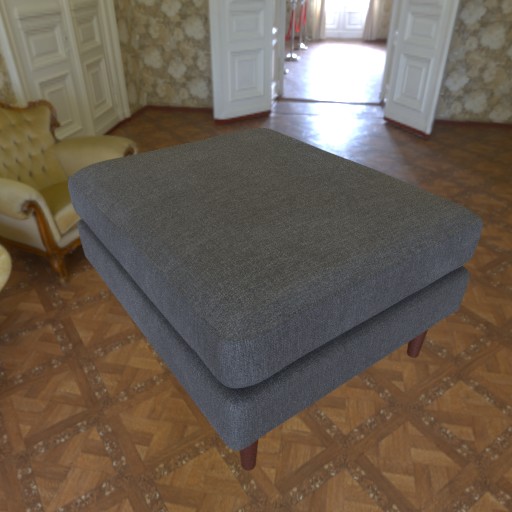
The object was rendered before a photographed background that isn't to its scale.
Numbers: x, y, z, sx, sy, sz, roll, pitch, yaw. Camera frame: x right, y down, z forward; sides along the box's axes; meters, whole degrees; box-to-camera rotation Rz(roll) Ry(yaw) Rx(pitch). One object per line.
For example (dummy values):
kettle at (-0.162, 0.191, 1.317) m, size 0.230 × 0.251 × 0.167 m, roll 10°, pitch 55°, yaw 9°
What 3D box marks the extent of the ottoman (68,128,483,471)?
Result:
ottoman at (0.000, 0.000, 1.178) m, size 0.693 × 0.474 × 0.821 m, roll -21°, pitch 38°, yaw -30°
